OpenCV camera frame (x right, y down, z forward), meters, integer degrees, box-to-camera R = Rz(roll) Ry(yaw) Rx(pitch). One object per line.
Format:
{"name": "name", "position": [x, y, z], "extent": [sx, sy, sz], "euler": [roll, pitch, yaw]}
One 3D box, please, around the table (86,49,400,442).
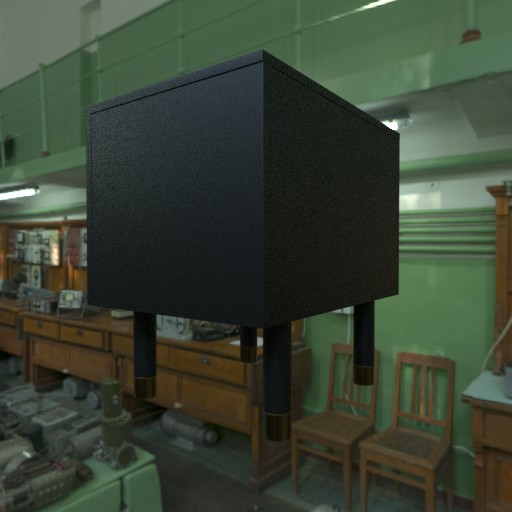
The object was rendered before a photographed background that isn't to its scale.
{"name": "table", "position": [0.000, 0.000, 0.973], "extent": [0.441, 0.584, 0.564], "euler": [1, 1, 37]}
